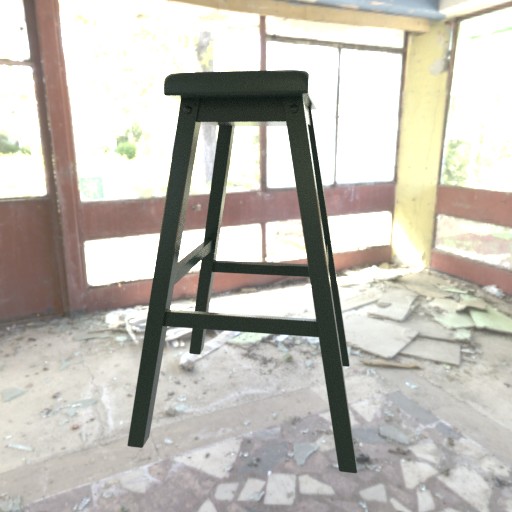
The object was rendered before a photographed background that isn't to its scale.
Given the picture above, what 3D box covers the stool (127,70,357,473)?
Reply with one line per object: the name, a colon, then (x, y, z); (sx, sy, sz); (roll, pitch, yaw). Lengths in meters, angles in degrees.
stool: (0.000, 0.000, 1.024); (0.476, 0.737, 0.457); (2, 15, 9)
